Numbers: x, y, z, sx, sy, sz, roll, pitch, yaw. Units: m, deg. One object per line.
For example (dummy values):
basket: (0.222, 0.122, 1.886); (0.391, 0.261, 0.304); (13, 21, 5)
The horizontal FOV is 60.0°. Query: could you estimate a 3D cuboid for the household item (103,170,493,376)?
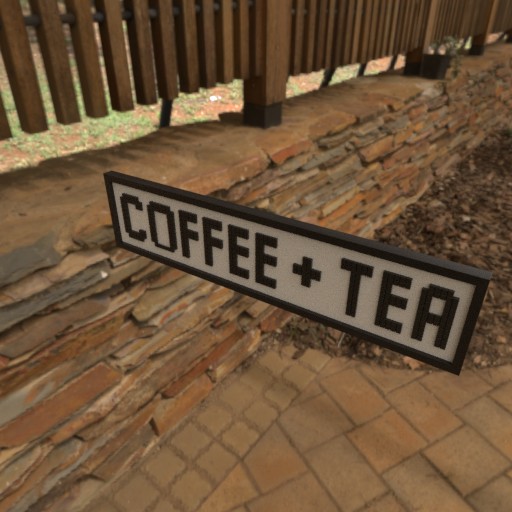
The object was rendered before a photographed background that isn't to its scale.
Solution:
household item: (0.000, 0.000, 1.086); (1.001, 0.236, 0.030); (18, 35, 28)
